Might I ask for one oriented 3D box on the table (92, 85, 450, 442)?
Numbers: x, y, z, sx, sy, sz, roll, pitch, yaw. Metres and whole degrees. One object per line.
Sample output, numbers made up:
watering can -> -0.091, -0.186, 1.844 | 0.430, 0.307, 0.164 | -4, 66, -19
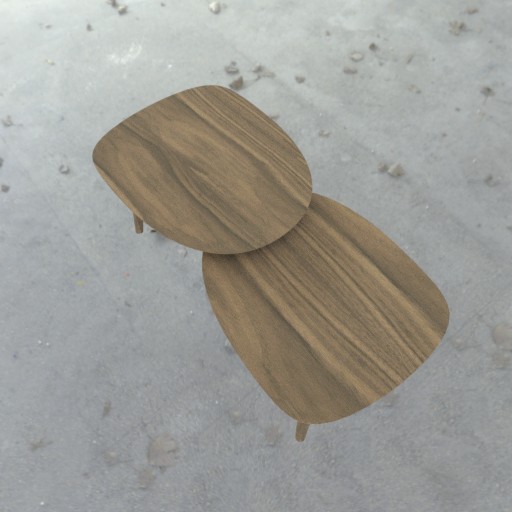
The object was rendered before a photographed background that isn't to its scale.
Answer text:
table -> 0.000, 0.000, 1.356 | 0.527, 0.429, 1.084 | -33, 64, -19
